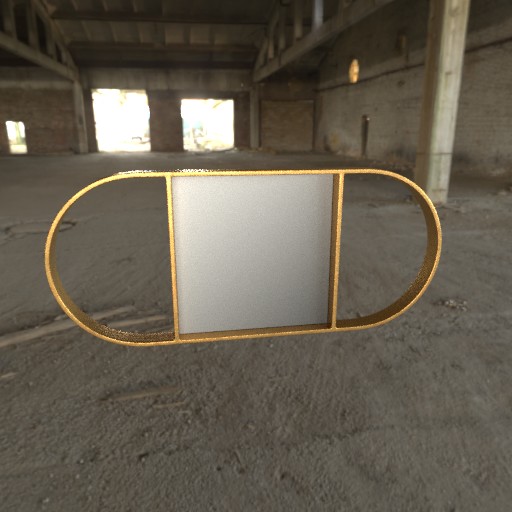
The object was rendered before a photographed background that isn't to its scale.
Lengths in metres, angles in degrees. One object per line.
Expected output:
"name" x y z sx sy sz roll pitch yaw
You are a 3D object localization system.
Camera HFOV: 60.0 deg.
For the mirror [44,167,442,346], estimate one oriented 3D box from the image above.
"mirror" 0.000 0.000 0.662 0.584 0.254 0.032 -3 16 -9
